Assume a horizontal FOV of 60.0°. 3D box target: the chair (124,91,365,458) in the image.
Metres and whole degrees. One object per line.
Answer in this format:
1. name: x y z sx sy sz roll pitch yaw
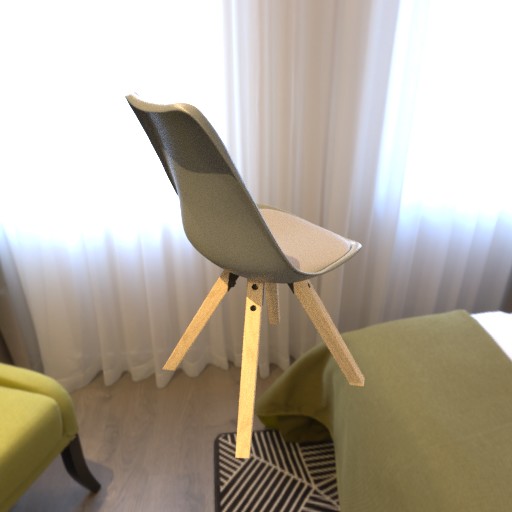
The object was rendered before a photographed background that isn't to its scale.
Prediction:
1. chair: 0.000 0.000 1.198 0.550 0.850 0.485 -18 32 -32
